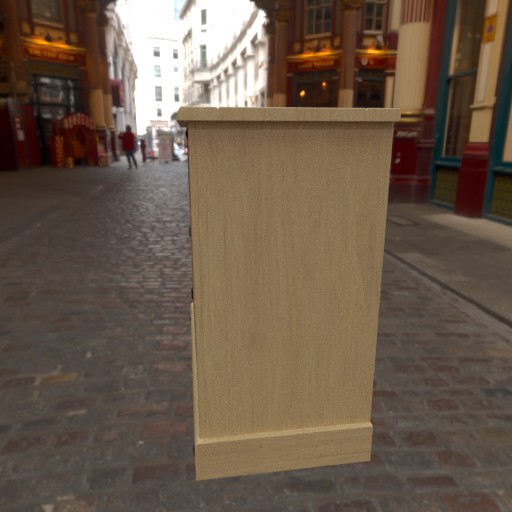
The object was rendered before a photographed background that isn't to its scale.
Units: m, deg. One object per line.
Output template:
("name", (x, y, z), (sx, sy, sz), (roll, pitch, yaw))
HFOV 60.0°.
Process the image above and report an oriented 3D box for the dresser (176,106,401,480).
("dresser", (0.000, 0.000, 1.389), (0.440, 0.835, 0.915), (-2, 16, -8))
